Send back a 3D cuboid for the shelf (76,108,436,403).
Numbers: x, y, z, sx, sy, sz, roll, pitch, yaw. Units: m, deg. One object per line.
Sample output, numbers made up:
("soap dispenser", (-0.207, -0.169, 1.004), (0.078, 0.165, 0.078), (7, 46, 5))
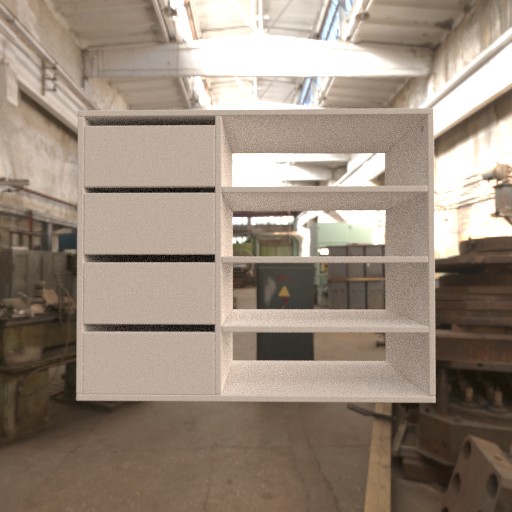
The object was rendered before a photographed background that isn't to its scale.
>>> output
("shelf", (0.000, 0.000, 1.304), (0.895, 0.732, 0.396), (0, -1, 1))
